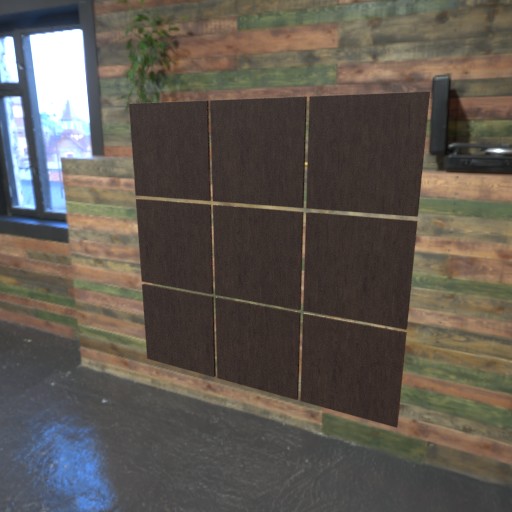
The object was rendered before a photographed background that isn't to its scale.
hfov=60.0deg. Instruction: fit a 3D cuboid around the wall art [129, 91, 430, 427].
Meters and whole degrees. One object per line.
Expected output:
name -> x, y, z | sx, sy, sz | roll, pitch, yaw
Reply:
wall art -> 0.000, 0.000, 1.807 | 1.215, 1.213, 0.013 | 7, 17, 26
